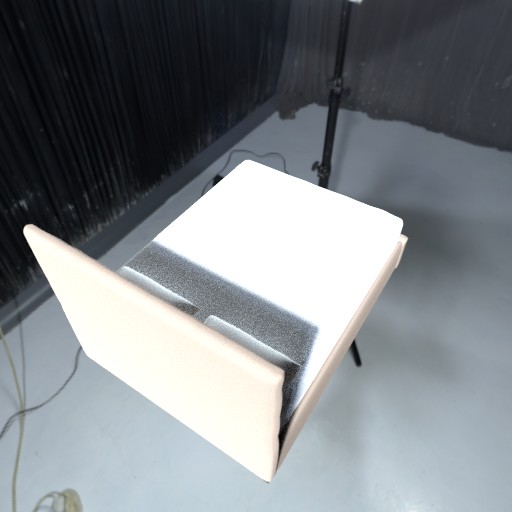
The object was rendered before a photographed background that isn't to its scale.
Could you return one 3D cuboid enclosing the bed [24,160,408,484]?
[{"bbox_3d":[0.000,0.000,3.283,1.696,1.426,2.233,26,52,22],"label":"bed"}]
